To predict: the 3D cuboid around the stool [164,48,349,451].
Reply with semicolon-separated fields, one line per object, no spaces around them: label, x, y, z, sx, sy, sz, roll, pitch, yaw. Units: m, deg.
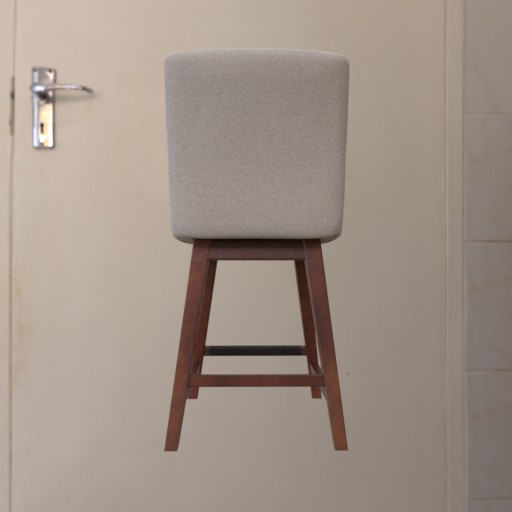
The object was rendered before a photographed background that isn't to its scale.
stool;0.000;0.000;1.316;0.469;0.991;0.559;0;0;-1
